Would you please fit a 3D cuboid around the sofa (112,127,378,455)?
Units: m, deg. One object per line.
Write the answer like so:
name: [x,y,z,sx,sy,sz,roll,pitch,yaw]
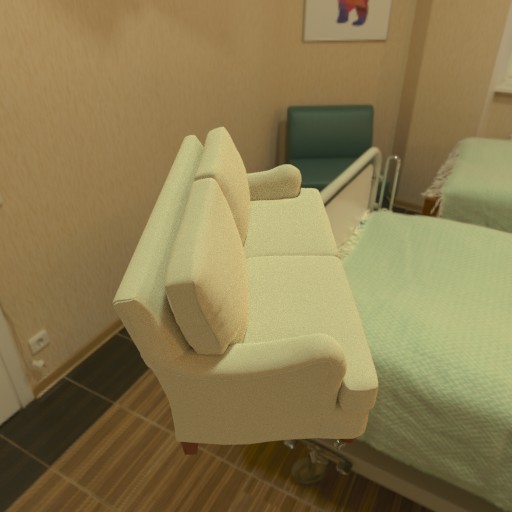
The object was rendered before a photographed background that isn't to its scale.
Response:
sofa: [0.000,0.000,2.756,1.086,1.087,2.159,0,32,0]
